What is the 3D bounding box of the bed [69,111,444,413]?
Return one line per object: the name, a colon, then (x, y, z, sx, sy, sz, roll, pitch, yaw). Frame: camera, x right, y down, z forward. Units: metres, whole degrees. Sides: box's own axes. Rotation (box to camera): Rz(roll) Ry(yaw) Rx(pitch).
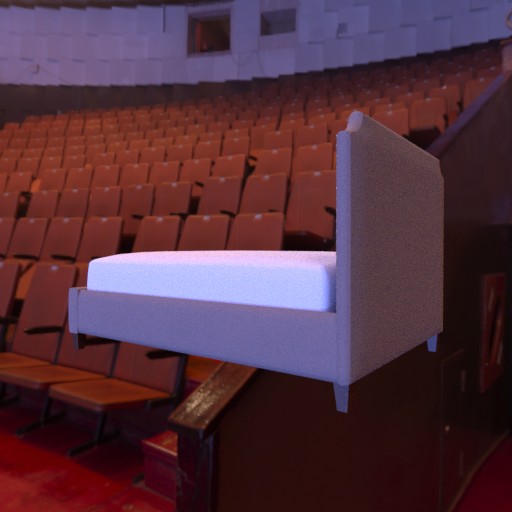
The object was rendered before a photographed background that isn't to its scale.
bed: (0.000, 0.000, 3.394, 2.372, 1.443, 1.713, 1, 1, 36)
